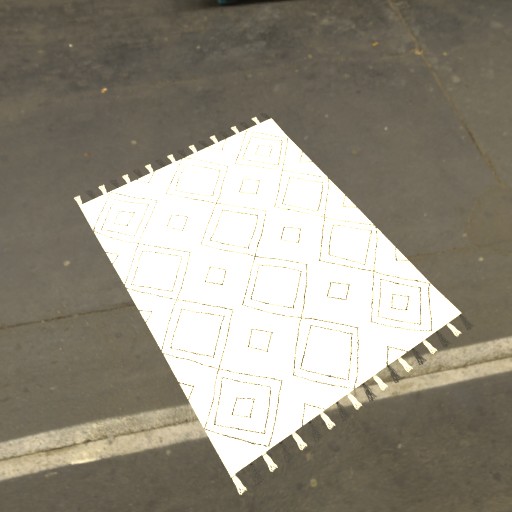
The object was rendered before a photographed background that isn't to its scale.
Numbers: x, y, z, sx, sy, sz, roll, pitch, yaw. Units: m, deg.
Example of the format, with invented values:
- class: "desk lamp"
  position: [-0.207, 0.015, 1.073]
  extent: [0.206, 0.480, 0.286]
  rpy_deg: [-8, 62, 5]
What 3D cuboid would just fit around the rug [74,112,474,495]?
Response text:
- class: "rug"
  position: [0.000, 0.000, 4.147]
  extent: [2.342, 0.026, 3.221]
  rpy_deg: [-29, 63, -17]
